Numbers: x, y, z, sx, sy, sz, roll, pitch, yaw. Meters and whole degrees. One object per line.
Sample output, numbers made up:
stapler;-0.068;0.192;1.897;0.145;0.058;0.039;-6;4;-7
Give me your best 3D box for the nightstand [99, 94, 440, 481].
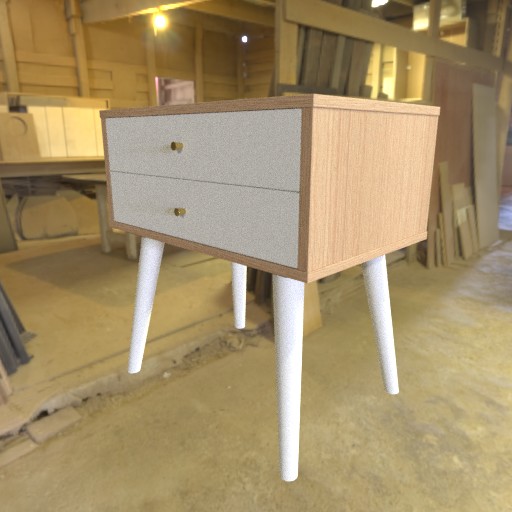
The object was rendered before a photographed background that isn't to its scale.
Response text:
nightstand;0.000;0.000;0.965;0.571;0.610;0.407;14;21;42
